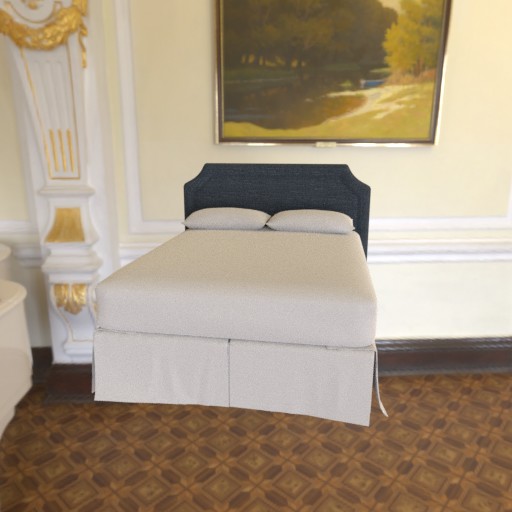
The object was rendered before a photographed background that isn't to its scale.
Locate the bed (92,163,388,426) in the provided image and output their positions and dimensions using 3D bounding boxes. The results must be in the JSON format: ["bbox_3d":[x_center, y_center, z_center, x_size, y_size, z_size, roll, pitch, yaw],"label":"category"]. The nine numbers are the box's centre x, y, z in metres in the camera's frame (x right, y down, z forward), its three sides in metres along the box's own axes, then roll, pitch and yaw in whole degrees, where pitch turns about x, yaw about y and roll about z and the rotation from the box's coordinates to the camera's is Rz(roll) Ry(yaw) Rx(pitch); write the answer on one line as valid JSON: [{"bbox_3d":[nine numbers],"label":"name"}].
[{"bbox_3d":[0.000,0.000,3.386,1.828,1.297,2.208,2,14,9],"label":"bed"}]
